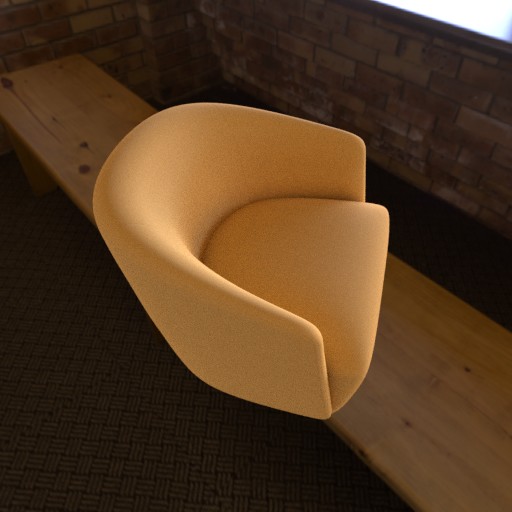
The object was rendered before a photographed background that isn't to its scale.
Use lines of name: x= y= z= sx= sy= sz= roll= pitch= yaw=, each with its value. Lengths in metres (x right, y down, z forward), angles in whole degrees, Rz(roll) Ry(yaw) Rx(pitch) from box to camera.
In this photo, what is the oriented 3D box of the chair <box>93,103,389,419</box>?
chair: x=0.000 y=0.000 z=1.348 sx=0.767 sy=0.698 sz=0.773 roll=12 pitch=48 yaw=11
